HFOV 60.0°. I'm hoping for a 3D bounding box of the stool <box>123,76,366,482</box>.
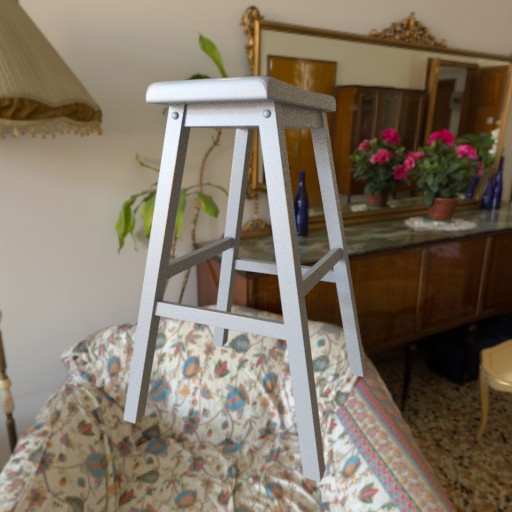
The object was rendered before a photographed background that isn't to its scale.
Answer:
[{"bbox_3d":[0.000,0.000,1.049,0.476,0.737,0.457,7,17,23],"label":"stool"}]
